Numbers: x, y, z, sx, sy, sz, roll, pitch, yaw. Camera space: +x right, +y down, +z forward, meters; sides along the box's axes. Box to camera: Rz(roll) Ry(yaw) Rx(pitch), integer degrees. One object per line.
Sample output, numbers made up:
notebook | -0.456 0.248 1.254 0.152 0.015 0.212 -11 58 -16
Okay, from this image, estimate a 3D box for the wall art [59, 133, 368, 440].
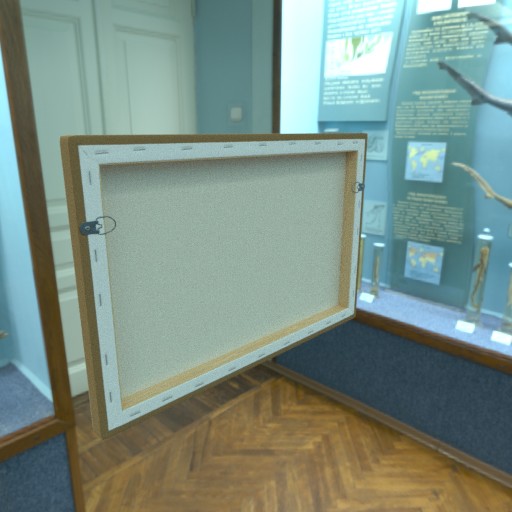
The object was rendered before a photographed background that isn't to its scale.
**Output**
wall art | 0.000 0.000 0.477 0.380 0.254 0.019 -15 21 -42
